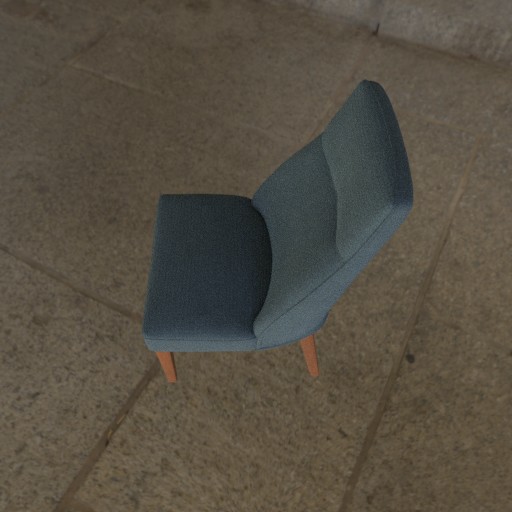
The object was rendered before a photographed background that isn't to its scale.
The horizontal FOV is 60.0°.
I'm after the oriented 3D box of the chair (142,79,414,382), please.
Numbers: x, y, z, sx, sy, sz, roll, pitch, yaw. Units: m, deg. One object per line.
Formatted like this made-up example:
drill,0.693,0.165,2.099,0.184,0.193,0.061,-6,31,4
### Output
chair,0.000,0.000,1.288,0.620,0.930,0.500,-1,58,-1
